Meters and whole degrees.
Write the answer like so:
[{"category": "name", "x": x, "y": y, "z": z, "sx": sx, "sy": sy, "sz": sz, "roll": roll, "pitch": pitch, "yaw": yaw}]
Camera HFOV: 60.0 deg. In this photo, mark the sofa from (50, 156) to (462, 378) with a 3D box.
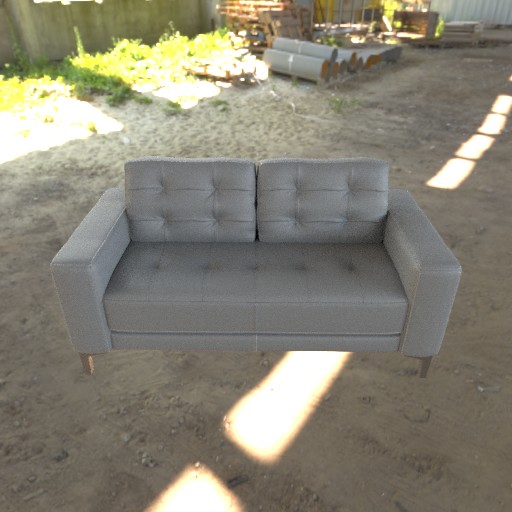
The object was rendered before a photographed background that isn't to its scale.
[{"category": "sofa", "x": 0.000, "y": 0.000, "z": 2.240, "sx": 1.726, "sy": 0.892, "sz": 0.833, "roll": 0, "pitch": 31, "yaw": 1}]
